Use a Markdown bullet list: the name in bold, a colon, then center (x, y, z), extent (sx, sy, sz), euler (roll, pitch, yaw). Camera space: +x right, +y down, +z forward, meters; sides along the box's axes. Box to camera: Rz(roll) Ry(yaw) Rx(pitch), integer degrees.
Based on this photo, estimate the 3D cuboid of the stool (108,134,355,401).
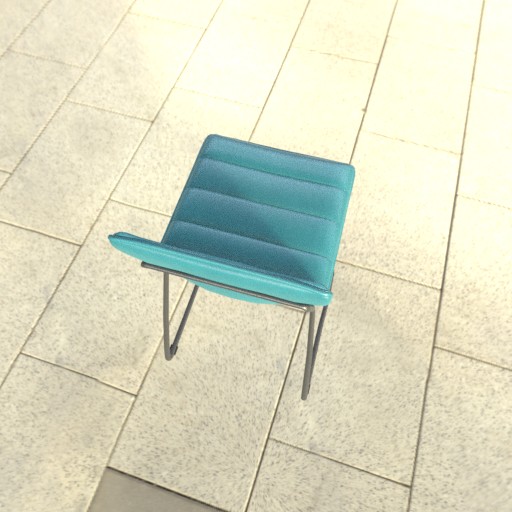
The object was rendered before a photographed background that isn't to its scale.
- **stool**: center (0.000, 0.000, 1.194), extent (0.489, 0.866, 0.524), euler (14, 64, 7)
